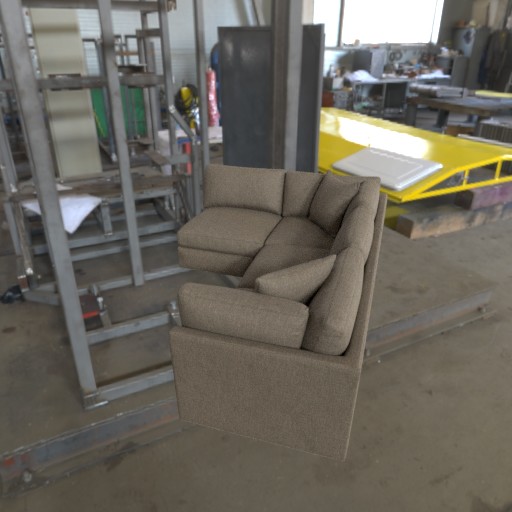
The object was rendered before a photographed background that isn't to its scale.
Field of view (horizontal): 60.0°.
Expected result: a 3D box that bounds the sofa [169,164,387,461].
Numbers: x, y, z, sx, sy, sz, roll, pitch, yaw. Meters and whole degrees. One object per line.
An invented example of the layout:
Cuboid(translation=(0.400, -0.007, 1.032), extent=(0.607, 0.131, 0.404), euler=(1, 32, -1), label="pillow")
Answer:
Cuboid(translation=(0.000, 0.000, 3.769), extent=(1.994, 0.978, 2.896), euler=(8, 27, 16), label="sofa")
